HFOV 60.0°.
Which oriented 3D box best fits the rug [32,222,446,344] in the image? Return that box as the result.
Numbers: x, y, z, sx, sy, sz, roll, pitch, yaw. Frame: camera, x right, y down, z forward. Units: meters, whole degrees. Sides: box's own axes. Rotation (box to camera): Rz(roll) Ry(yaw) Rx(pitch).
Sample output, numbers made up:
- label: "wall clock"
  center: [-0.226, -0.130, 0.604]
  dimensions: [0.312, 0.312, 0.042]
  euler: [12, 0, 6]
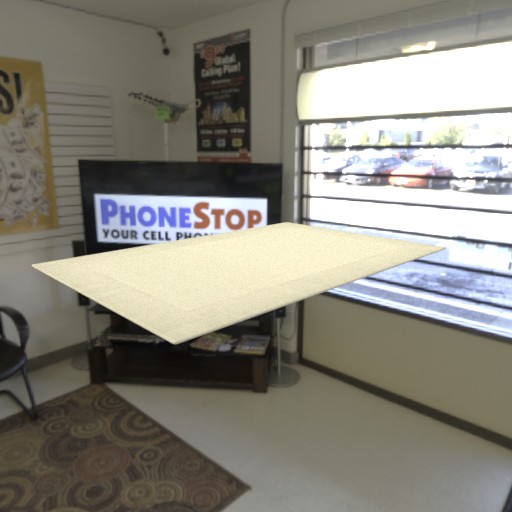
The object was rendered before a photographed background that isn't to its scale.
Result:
- label: "rug"
  center: [0.000, 0.000, 2.319]
  dimensions: [1.829, 0.013, 1.219]
  euler: [-13, 19, -42]
